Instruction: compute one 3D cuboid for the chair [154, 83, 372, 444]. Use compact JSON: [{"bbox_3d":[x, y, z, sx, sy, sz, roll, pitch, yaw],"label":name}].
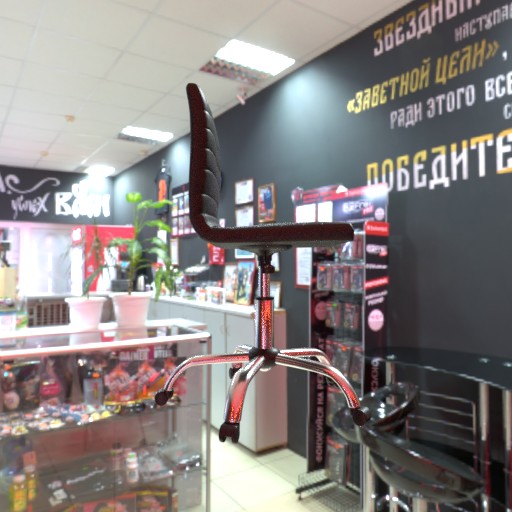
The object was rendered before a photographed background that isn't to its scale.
[{"bbox_3d":[0.000,0.000,1.179,0.530,0.780,0.556,0,-1,-1],"label":"chair"}]
